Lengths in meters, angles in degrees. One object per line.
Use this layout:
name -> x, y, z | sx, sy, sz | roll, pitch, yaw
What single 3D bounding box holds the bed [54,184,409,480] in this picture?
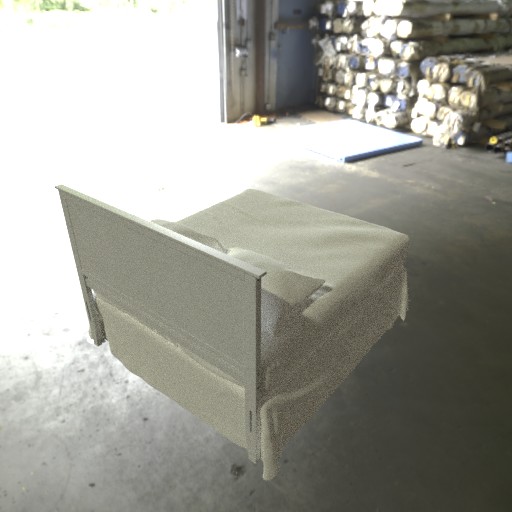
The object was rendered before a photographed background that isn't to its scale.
bed -> 0.000, 0.000, 3.278 | 1.876, 1.269, 2.047 | 22, 37, 33
